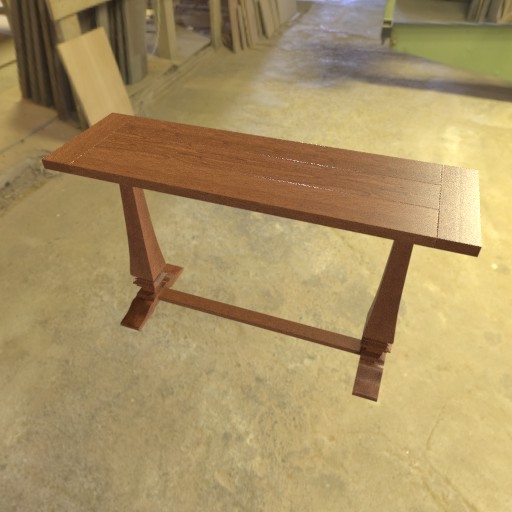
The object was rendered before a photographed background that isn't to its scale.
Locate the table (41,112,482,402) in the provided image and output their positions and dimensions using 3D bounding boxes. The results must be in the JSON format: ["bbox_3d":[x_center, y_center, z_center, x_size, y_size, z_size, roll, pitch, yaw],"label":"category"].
[{"bbox_3d":[0.000,0.000,1.843,1.478,0.852,0.461,13,42,15],"label":"table"}]
